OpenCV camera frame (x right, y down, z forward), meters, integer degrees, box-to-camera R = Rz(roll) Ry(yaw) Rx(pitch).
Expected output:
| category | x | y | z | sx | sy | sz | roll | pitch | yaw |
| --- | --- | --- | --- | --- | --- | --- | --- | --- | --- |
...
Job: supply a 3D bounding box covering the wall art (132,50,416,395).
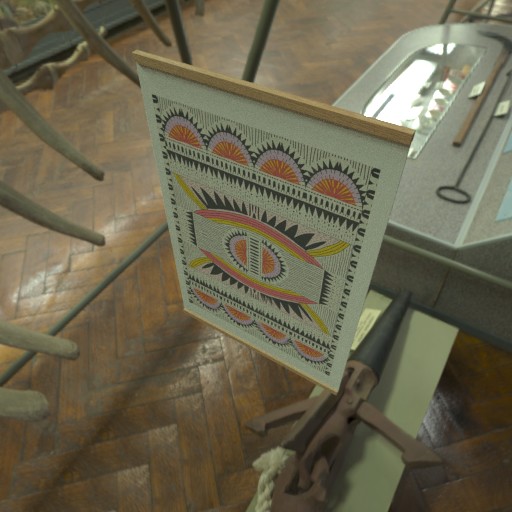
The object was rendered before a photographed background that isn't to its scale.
| category | x | y | z | sx | sy | sz | roll | pitch | yaw |
| --- | --- | --- | --- | --- | --- | --- | --- | --- | --- |
| wall art | 0.000 | 0.000 | 1.928 | 0.999 | 1.533 | 0.028 | 24 | 52 | 21 |
